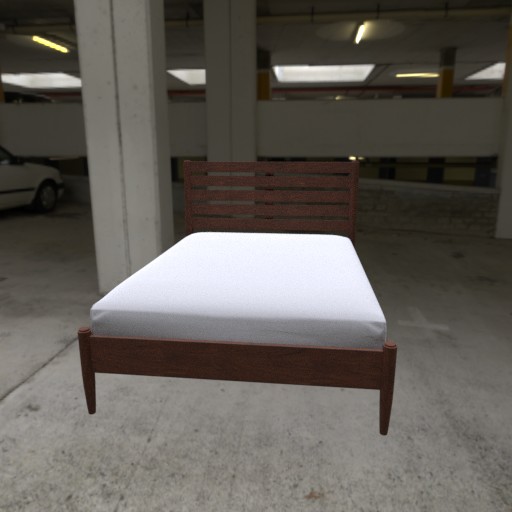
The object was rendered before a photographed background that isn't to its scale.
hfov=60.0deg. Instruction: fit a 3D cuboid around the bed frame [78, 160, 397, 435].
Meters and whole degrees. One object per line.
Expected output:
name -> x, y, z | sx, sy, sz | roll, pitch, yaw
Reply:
bed frame -> 0.000, 0.000, 3.268 | 1.655, 1.321, 2.234 | 2, 14, 7
